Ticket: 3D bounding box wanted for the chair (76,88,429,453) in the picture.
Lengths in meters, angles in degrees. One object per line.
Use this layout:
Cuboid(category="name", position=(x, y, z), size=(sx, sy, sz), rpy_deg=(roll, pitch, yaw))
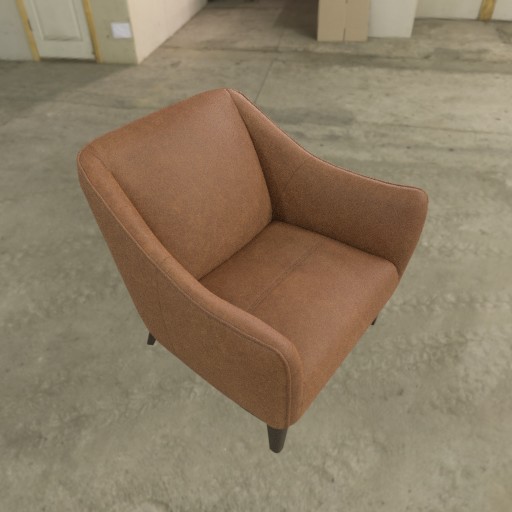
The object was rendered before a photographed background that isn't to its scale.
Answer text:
Cuboid(category="chair", position=(0.000, 0.000, 1.537), size=(0.852, 0.830, 0.871), rpy_deg=(27, 47, 28))
